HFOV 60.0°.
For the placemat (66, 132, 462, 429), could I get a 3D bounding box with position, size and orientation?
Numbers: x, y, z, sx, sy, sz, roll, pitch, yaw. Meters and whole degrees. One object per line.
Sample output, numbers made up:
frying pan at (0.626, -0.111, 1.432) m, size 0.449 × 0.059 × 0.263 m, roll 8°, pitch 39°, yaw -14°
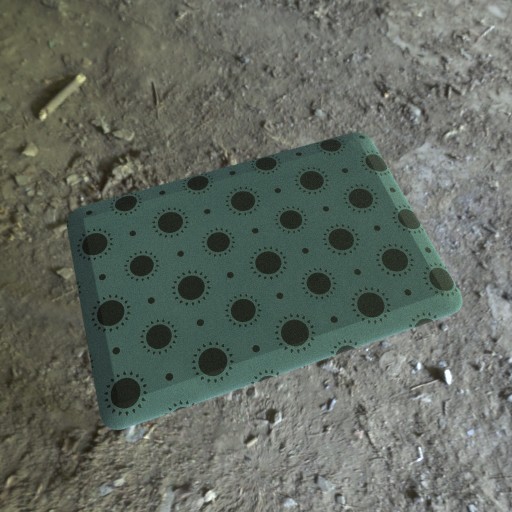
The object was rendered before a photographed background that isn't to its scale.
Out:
placemat at (0.000, 0.000, 0.964) m, size 0.762 × 0.021 × 0.508 m, roll -17°, pitch 65°, yaw -8°
